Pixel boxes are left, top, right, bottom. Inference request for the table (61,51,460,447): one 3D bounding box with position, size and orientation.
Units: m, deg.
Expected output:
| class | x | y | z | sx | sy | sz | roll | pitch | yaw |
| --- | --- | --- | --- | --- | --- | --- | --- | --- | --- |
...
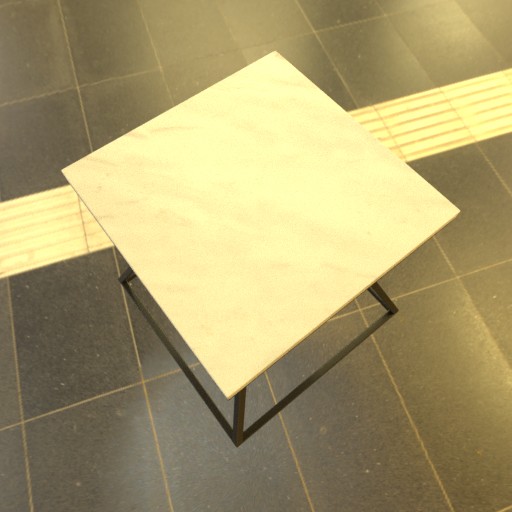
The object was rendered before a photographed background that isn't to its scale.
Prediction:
| class | x | y | z | sx | sy | sz | roll | pitch | yaw |
| --- | --- | --- | --- | --- | --- | --- | --- | --- | --- |
| table | 0.000 | 0.000 | 0.825 | 0.455 | 0.431 | 0.455 | -35 | 69 | -16 |
